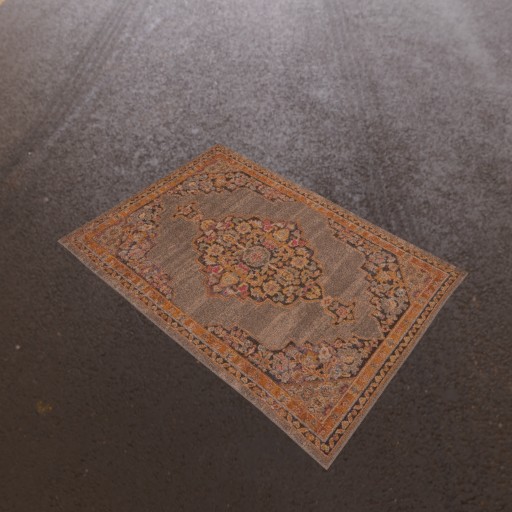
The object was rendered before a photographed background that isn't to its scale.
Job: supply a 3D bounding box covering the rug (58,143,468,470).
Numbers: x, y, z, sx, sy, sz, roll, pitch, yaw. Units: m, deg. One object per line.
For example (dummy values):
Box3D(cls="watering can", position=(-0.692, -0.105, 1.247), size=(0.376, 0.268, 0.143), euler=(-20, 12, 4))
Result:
Box3D(cls="rug", position=(0.000, 0.000, 3.799), size=(2.901, 0.026, 2.043), euler=(33, 56, 26))
